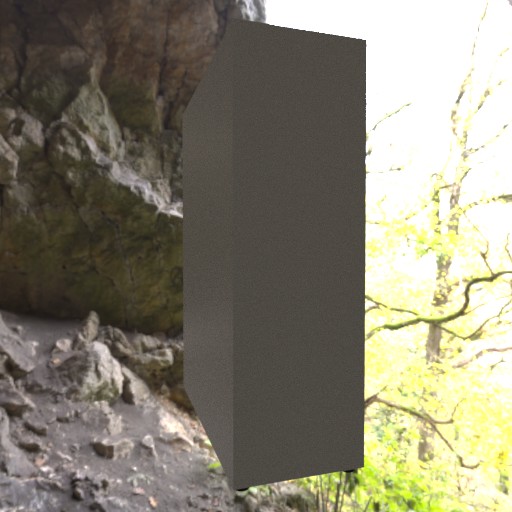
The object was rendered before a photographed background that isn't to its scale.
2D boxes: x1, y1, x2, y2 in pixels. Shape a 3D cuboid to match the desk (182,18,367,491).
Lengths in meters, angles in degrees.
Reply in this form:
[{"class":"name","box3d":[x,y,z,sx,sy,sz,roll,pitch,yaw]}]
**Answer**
[{"class":"desk","box3d":[0.000,0.000,1.564,0.390,1.190,0.850,0,2,-18]}]
